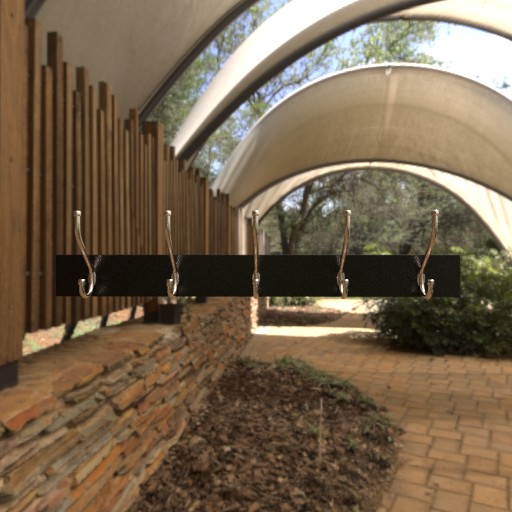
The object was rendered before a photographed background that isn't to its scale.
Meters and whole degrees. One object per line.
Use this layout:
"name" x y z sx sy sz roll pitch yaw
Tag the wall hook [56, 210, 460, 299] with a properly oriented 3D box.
"wall hook" 0.000 0.000 0.605 0.571 0.117 0.071 0 0 1
